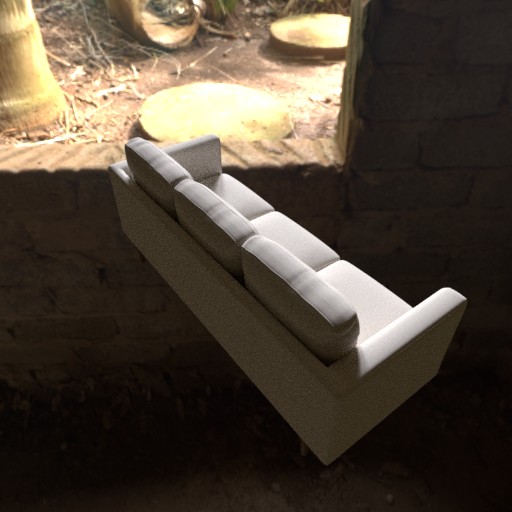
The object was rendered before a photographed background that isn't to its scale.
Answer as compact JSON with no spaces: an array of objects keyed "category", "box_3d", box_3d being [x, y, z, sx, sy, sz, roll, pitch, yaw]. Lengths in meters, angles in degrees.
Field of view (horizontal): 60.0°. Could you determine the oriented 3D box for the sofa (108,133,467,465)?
[{"category":"sofa","box_3d":[0.000,0.000,2.474,0.802,0.912,2.029,-26,47,-27]}]
